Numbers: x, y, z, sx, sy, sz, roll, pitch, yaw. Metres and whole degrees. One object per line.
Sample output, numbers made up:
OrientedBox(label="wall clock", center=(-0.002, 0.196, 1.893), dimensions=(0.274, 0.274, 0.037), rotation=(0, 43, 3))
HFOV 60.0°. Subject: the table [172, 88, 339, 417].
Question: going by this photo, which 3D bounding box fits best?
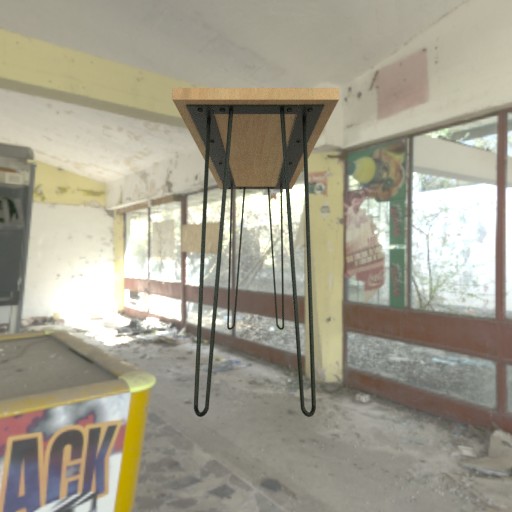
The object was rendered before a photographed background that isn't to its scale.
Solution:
OrientedBox(label="table", center=(0.000, 0.000, 1.756), dimensions=(0.399, 0.799, 1.400), rotation=(0, 0, 0))
